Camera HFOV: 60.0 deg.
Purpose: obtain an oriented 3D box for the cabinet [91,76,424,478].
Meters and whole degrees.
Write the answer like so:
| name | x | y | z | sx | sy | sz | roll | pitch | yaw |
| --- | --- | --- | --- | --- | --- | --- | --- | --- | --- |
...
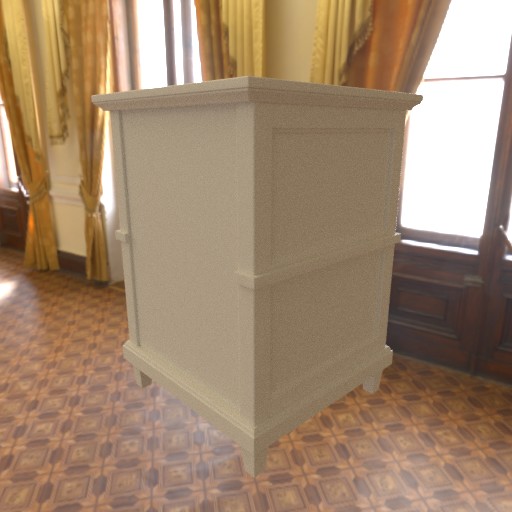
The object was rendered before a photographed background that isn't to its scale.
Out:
| name | x | y | z | sx | sy | sz | roll | pitch | yaw |
| --- | --- | --- | --- | --- | --- | --- | --- | --- | --- |
| cabinet | 0.000 | 0.000 | 1.132 | 0.547 | 0.775 | 0.544 | -15 | 21 | -41 |
